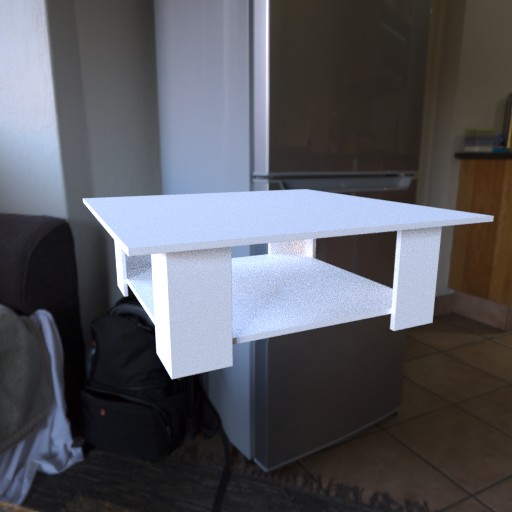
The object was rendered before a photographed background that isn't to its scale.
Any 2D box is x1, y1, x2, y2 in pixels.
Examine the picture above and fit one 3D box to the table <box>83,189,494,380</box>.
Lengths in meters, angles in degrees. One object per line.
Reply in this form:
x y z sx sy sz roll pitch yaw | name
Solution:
0.000 0.000 1.345 0.890 0.305 0.890 -6 15 -25 | table
